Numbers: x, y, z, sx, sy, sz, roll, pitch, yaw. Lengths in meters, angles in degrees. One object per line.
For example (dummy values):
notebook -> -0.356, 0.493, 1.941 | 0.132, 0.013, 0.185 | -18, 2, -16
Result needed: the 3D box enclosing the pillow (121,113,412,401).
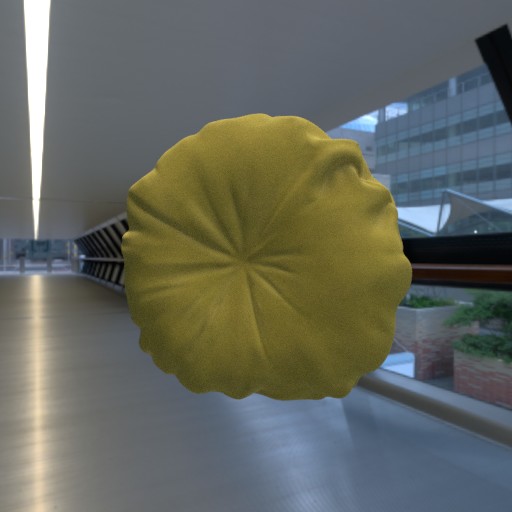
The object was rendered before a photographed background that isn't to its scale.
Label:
pillow -> 0.000, 0.000, 0.647 | 0.428, 0.407, 0.148 | 0, 1, 18
